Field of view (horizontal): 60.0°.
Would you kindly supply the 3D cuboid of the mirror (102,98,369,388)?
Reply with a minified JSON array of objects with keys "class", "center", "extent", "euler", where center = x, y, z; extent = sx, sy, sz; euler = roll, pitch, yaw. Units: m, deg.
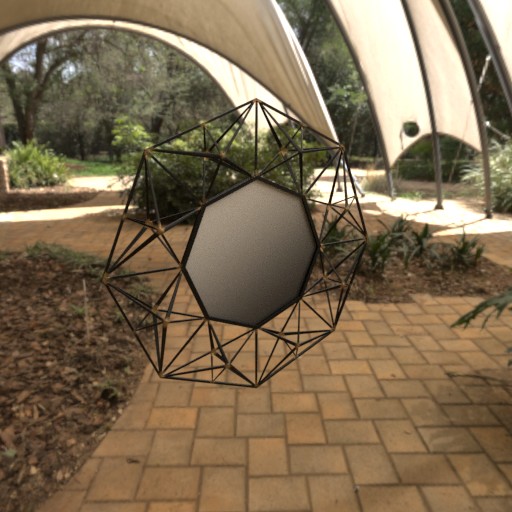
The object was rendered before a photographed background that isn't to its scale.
[{"class":"mirror","center":[0.000,0.000,1.056],"extent":[0.710,0.710,0.094],"euler":[-9,18,-28]}]
